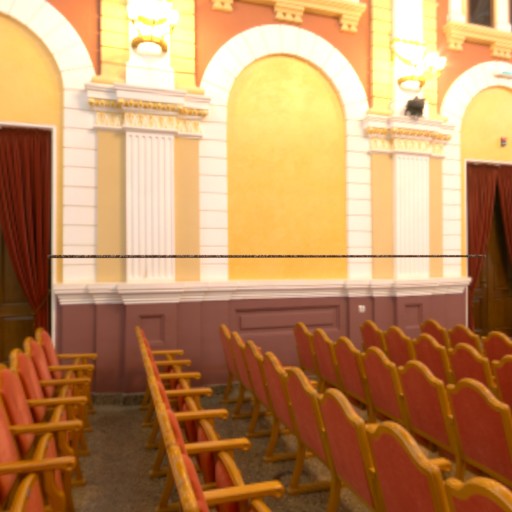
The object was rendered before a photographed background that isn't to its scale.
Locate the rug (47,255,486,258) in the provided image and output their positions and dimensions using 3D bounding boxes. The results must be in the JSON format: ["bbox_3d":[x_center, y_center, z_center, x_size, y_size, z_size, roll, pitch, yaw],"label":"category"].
[{"bbox_3d":[0.000,0.000,2.289,1.808,0.011,1.189,0,0,-17],"label":"rug"}]
